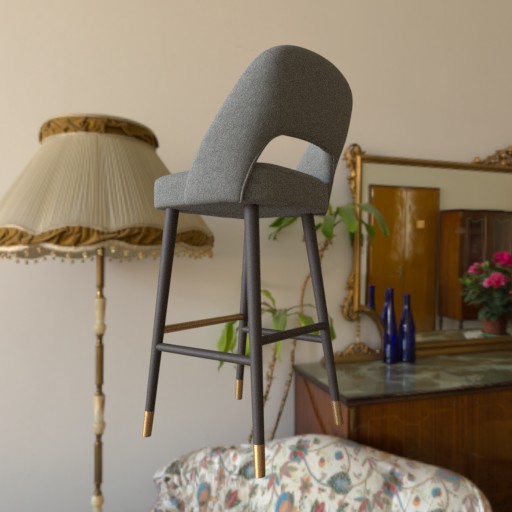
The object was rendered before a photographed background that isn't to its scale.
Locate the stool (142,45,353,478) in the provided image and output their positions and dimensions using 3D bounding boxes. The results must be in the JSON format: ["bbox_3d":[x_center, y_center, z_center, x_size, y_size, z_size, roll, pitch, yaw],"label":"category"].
[{"bbox_3d":[0.000,0.000,1.372,0.524,1.089,0.536,0,0,37],"label":"stool"}]
